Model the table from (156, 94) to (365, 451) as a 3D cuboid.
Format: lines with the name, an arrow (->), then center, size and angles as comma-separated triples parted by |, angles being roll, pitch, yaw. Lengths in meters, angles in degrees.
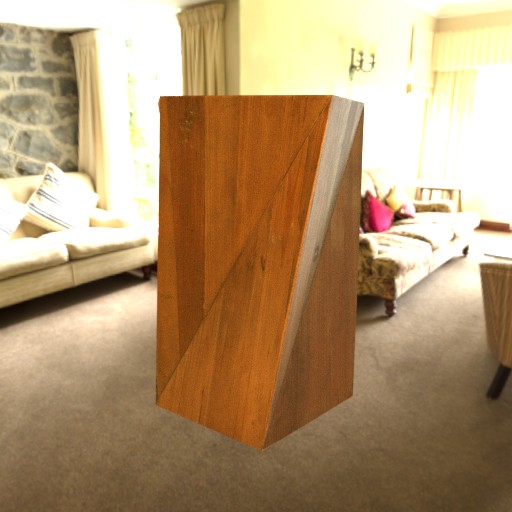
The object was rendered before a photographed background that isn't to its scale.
table -> 0.000, 0.000, 0.914 | 0.441, 0.604, 0.425 | -3, 17, -11
